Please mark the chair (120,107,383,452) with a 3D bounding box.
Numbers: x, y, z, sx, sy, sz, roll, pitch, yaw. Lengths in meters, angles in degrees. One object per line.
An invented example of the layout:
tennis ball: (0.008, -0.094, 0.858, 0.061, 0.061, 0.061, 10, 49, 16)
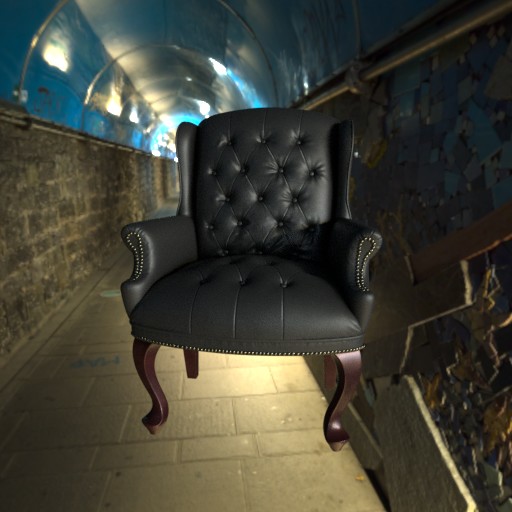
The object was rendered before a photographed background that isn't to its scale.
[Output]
chair: (0.000, 0.000, 1.629, 0.838, 1.111, 0.762, 2, 12, 8)
